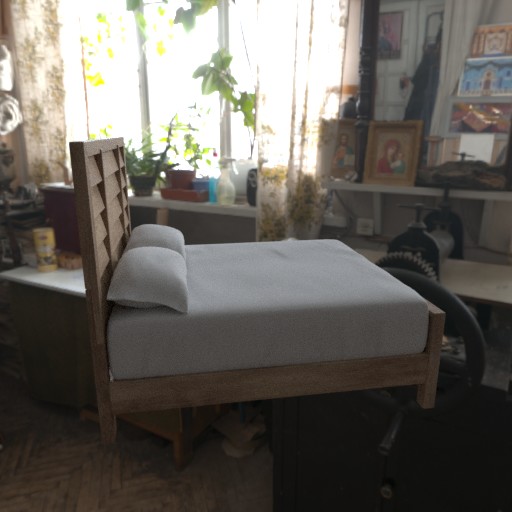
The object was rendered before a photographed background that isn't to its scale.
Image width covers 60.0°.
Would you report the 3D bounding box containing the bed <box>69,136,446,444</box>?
[{"bbox_3d":[0.000,0.000,3.170,2.017,1.631,1.615,-3,16,-9],"label":"bed"}]
